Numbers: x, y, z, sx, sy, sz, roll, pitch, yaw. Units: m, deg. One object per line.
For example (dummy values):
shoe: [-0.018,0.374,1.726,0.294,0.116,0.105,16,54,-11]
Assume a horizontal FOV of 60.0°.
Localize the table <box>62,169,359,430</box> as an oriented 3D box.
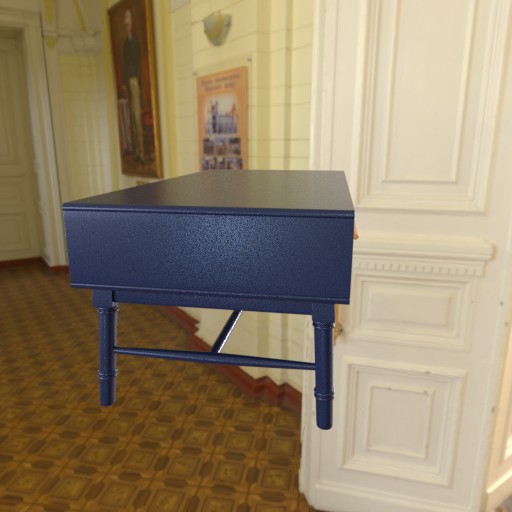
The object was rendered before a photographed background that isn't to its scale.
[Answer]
table: [0.000,0.000,1.368,0.572,0.457,1.067,3,15,10]
